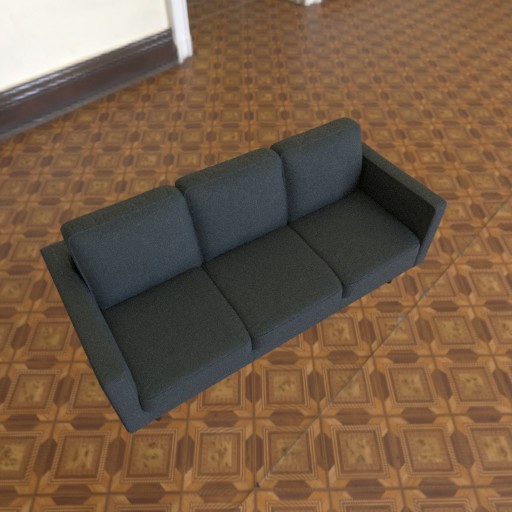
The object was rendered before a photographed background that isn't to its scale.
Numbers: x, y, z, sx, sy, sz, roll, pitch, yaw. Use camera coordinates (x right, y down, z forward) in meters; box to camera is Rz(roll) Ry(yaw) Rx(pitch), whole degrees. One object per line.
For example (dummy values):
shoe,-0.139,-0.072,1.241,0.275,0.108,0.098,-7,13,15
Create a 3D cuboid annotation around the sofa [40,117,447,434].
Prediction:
sofa,0.000,0.000,2.519,2.013,0.945,0.935,-26,54,-21
